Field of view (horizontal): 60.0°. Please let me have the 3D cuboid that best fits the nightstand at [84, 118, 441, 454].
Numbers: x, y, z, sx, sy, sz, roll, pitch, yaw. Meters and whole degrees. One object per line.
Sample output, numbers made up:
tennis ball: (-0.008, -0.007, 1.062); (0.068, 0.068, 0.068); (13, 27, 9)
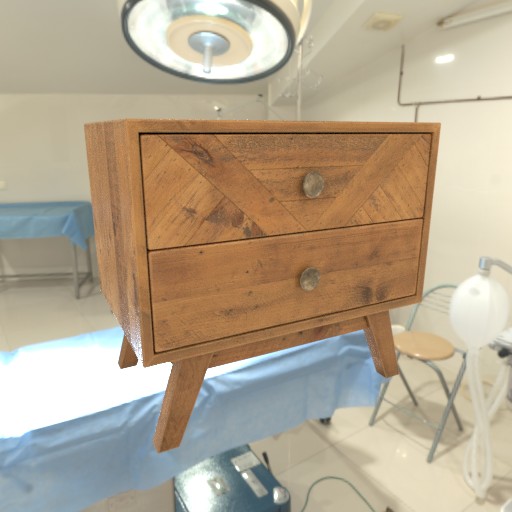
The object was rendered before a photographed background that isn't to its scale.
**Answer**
nightstand: (0.000, 0.000, 1.043); (0.650, 0.599, 0.450); (-8, 18, -27)
